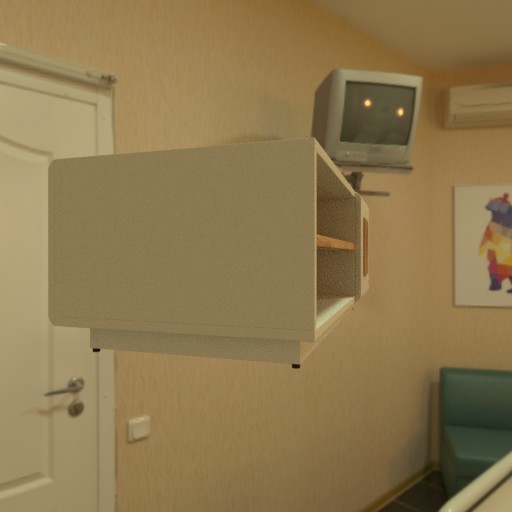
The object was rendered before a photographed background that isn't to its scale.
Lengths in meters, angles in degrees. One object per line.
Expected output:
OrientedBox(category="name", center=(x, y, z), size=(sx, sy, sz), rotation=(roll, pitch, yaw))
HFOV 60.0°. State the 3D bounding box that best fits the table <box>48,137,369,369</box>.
OrientedBox(category="table", center=(0.000, 0.000, 1.432), size=(0.639, 0.442, 1.097), rotation=(0, 0, 18))
